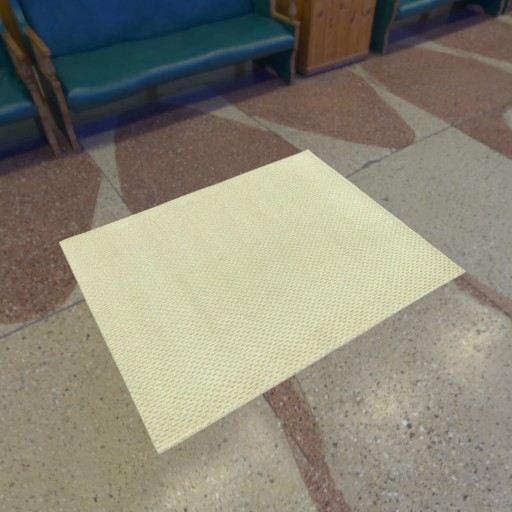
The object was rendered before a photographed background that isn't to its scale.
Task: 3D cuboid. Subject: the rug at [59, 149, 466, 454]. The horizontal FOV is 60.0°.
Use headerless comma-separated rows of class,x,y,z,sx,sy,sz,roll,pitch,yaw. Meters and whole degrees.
rug,0.000,0.000,3.982,2.897,0.035,2.277,-25,51,-22
